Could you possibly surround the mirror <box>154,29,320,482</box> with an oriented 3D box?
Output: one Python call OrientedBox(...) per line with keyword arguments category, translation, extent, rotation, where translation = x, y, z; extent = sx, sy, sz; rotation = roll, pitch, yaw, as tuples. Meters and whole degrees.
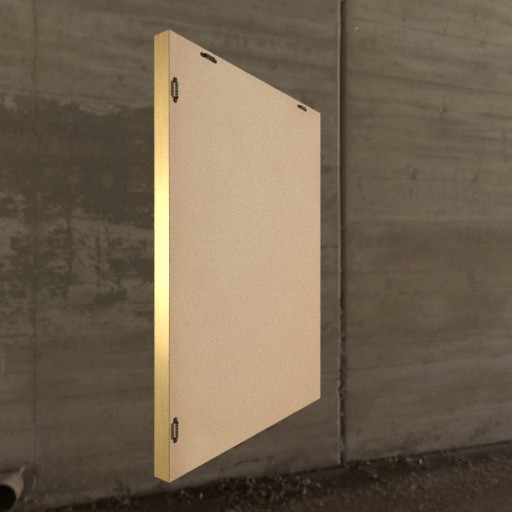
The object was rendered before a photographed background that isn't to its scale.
OrientedBox(category="mirror", translation=(0.000, 0.000, 0.908), extent=(0.040, 0.710, 0.507), rotation=(0, 0, 36))
